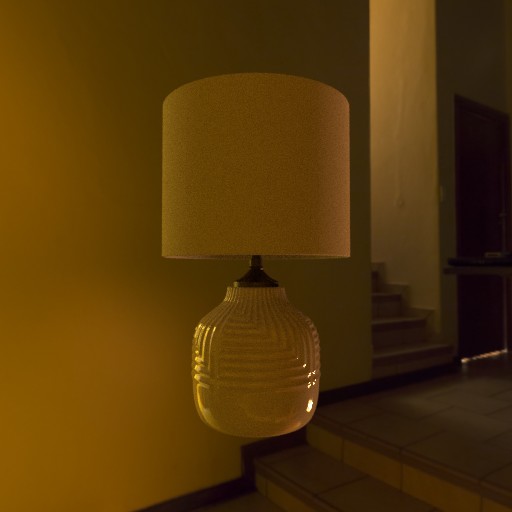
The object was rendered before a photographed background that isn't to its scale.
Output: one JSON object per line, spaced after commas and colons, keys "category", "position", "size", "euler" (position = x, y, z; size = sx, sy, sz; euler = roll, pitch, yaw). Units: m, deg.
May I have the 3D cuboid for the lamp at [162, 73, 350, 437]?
{"category": "lamp", "position": [0.000, 0.000, 0.764], "size": [0.318, 0.567, 0.318], "euler": [0, -2, 0]}
